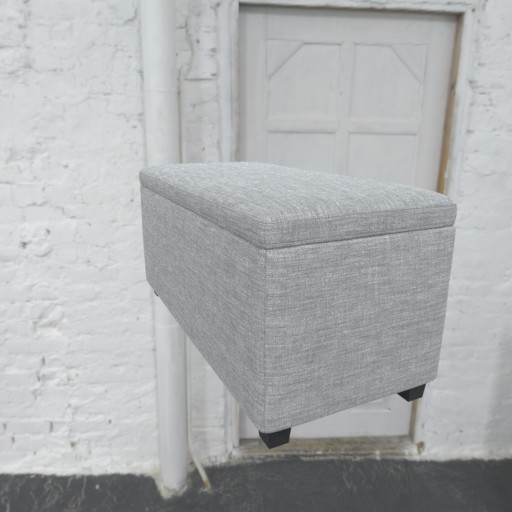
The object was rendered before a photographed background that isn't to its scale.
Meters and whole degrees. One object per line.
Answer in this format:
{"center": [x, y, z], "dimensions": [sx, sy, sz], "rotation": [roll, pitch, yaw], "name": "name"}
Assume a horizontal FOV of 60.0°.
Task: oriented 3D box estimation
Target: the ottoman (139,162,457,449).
{"center": [0.000, 0.000, 1.143], "dimensions": [0.419, 0.432, 0.902], "rotation": [-8, 18, -25], "name": "ottoman"}
